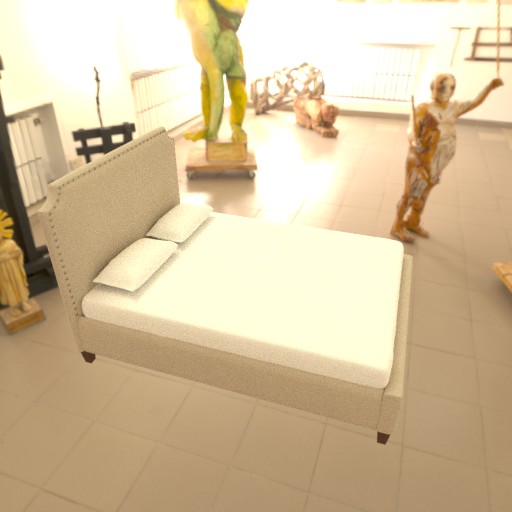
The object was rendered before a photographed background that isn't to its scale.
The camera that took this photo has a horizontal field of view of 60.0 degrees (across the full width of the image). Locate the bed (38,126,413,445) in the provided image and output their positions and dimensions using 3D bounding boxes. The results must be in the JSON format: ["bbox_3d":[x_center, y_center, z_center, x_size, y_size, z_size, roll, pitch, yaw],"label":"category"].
[{"bbox_3d":[0.000,0.000,3.432,2.372,1.443,1.713,10,33,16],"label":"bed"}]
